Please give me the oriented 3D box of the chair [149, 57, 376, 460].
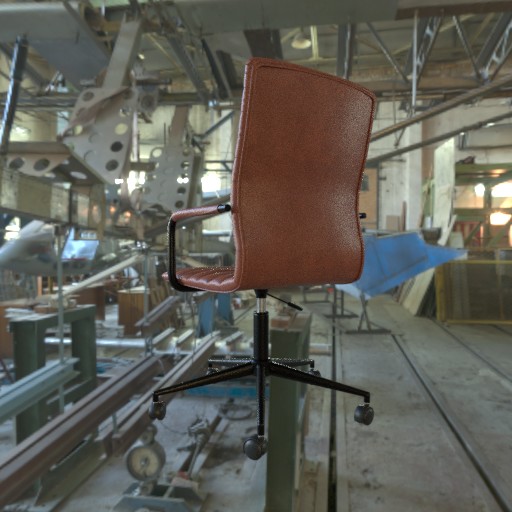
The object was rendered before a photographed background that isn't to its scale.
[{"bbox_3d":[0.000,0.000,1.281,0.600,0.878,0.578,-1,2,-35],"label":"chair"}]
